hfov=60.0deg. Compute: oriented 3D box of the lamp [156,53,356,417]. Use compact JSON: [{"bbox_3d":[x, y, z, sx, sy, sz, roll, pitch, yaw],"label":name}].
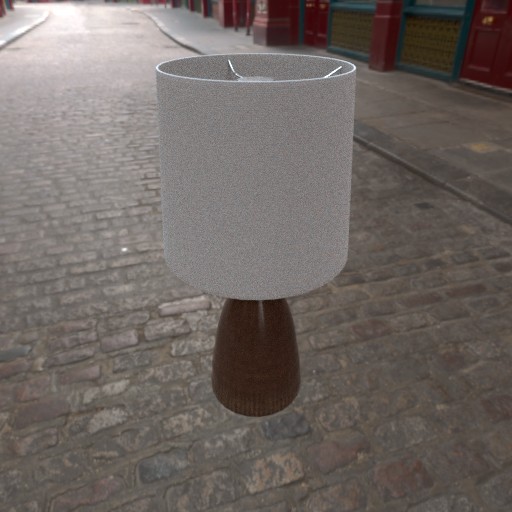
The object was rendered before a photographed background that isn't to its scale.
[{"bbox_3d":[0.000,0.000,0.463,0.186,0.369,0.186,0,31,0],"label":"lamp"}]
